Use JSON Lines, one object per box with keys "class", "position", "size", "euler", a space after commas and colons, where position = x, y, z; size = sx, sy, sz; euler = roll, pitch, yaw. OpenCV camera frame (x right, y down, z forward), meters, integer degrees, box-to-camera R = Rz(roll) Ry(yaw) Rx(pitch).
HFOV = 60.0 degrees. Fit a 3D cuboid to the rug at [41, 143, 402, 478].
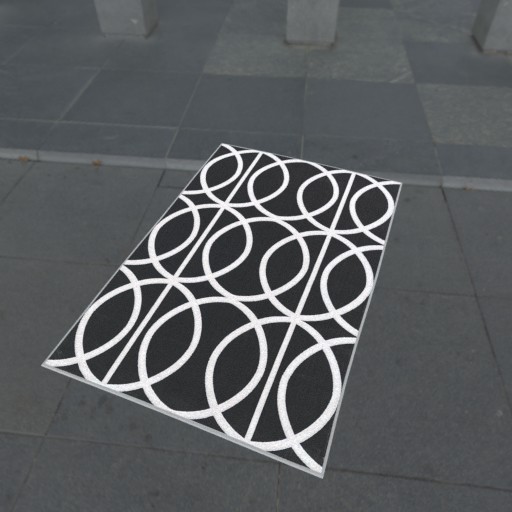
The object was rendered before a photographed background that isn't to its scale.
{"class": "rug", "position": [0.000, 0.000, 2.855], "size": [1.526, 0.014, 2.290], "euler": [16, 48, 15]}
